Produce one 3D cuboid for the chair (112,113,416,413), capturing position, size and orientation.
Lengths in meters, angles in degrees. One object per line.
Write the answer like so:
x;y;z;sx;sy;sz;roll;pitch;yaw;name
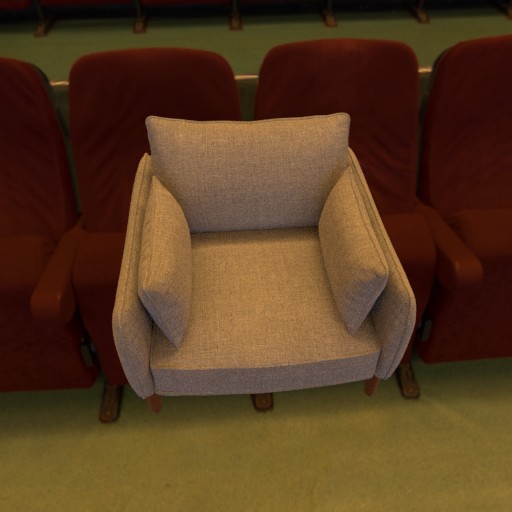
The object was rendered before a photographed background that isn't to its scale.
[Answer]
0.000;0.000;1.765;0.993;0.839;0.976;-3;46;-3;chair
